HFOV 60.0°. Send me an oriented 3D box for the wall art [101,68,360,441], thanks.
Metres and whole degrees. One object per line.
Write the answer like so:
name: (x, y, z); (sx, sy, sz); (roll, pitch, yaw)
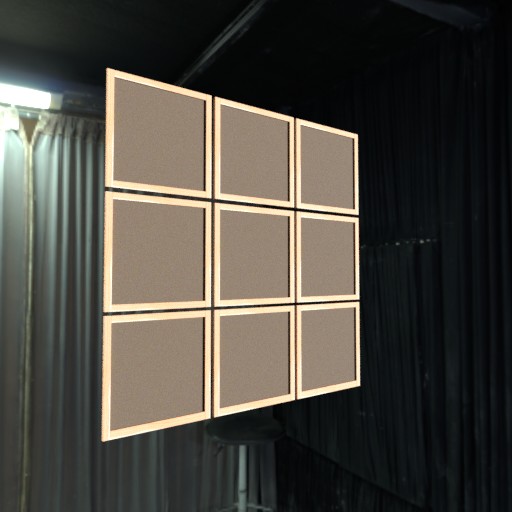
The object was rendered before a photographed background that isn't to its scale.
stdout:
wall art: (0.000, 0.000, 1.800); (1.216, 1.218, 0.013); (2, -3, -35)
